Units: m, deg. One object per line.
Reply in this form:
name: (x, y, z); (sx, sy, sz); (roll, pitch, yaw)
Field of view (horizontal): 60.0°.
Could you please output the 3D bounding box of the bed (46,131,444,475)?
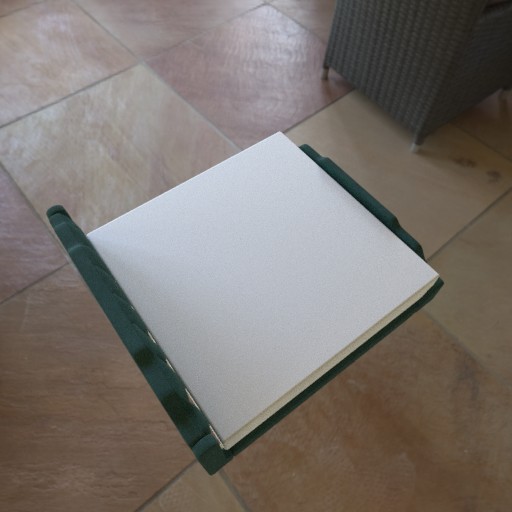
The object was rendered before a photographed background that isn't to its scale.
bed: (0.000, 0.000, 3.511); (2.340, 1.245, 2.074); (-32, 63, -18)
